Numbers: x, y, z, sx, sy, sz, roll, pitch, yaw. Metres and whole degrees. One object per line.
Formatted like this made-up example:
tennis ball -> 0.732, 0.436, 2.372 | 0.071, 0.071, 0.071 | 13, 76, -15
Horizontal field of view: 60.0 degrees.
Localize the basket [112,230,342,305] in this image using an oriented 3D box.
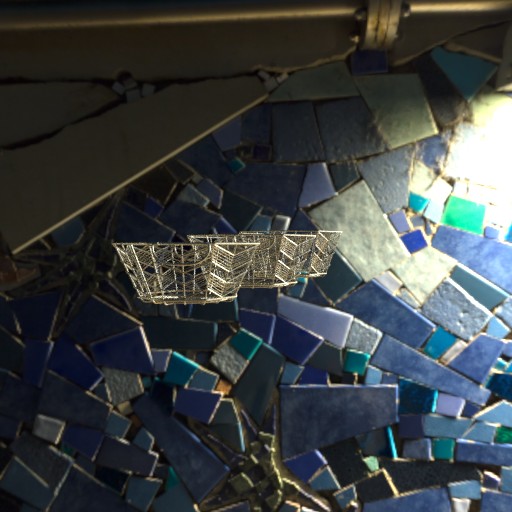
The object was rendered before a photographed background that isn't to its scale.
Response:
basket -> 0.000, 0.000, 1.416 | 0.432, 0.178, 1.246 | 0, 1, 19
